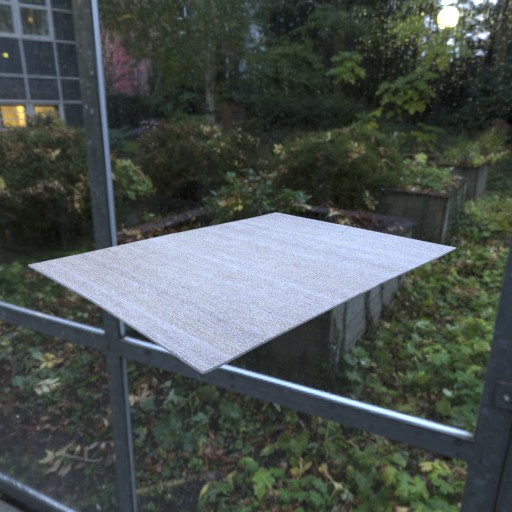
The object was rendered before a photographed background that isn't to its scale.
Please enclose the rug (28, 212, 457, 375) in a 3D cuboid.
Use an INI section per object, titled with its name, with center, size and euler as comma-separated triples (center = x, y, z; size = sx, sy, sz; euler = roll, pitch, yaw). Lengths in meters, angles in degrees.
[rug]
center = 0.000, 0.000, 4.175
size = 3.245, 0.046, 2.467
euler = -16, 24, -42
